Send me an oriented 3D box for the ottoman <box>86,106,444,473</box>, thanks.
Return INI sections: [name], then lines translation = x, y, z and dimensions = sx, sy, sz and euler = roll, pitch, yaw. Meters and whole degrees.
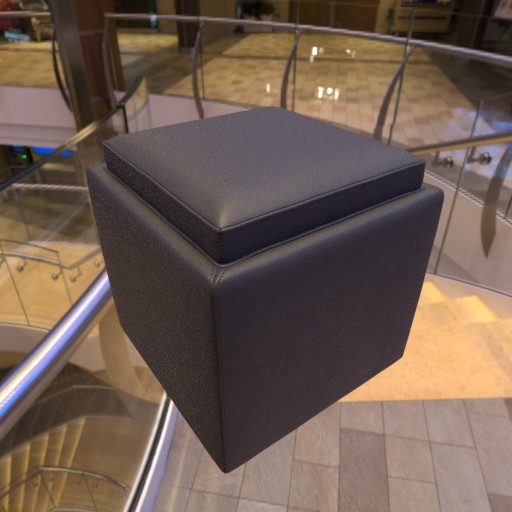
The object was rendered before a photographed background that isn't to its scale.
[ottoman]
translation = 0.000, 0.000, 0.828
dimensions = 0.450, 0.460, 0.451
euler = -22, 39, -30
